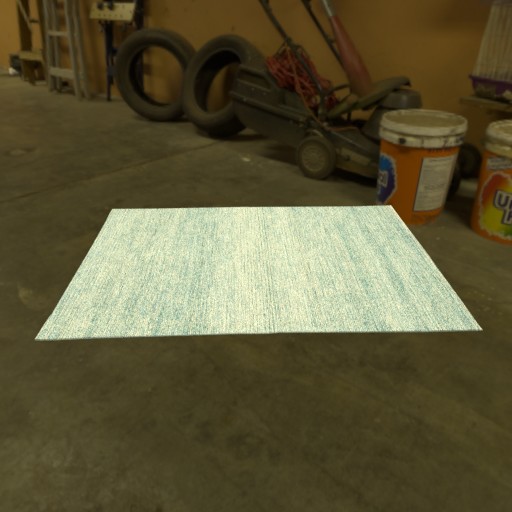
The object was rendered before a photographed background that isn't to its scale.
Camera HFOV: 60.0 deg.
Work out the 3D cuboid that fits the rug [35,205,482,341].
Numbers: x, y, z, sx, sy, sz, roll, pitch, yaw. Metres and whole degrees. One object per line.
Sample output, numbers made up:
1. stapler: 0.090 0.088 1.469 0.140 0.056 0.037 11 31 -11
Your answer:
1. rug: 0.000 0.000 2.954 2.306 0.030 1.613 -1 30 -1
